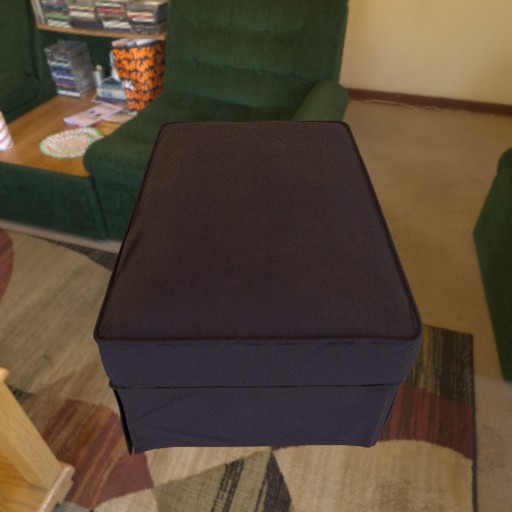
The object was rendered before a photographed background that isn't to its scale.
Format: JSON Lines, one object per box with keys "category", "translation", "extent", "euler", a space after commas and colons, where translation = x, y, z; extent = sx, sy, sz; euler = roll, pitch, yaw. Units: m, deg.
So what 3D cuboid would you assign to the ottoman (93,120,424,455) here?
{"category": "ottoman", "translation": [0.000, 0.000, 1.275], "extent": [0.637, 0.503, 0.938], "euler": [0, 42, 0]}
